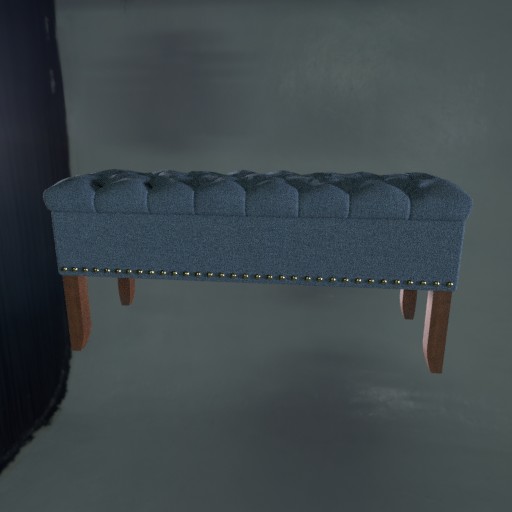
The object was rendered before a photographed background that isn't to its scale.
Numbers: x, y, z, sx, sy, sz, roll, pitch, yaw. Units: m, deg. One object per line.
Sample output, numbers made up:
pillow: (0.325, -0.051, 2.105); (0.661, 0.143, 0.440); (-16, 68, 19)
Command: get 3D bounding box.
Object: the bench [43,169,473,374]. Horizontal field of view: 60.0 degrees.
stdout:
bench: (0.000, 0.000, 1.316); (1.052, 0.492, 0.417); (2, 16, 7)
